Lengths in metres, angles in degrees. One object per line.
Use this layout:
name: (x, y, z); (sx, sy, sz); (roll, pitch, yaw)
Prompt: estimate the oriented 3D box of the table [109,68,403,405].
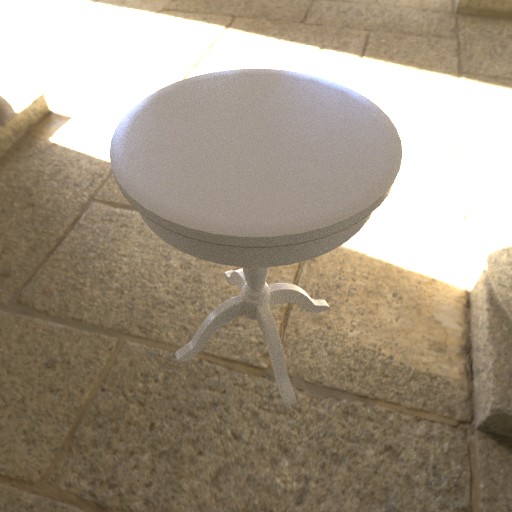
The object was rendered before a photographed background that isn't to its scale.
table: (0.000, 0.000, 1.035); (0.513, 0.653, 0.513); (0, 48, 0)
